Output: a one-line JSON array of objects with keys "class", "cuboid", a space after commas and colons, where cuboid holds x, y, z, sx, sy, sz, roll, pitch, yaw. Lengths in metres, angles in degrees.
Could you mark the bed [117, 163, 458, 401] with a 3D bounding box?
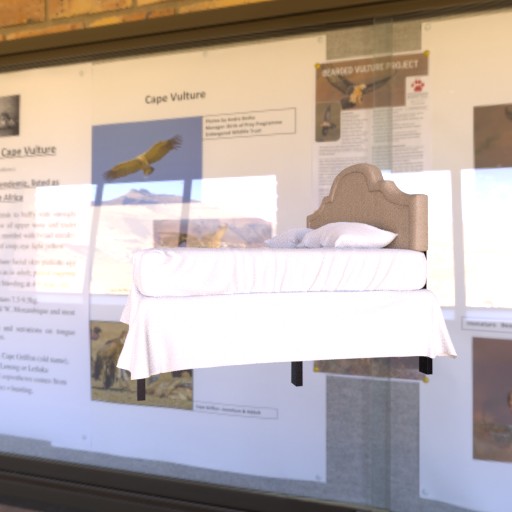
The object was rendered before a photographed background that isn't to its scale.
[{"class": "bed", "cuboid": [0.000, 0.000, 3.742, 2.222, 1.631, 2.303, 0, 0, -16]}]
